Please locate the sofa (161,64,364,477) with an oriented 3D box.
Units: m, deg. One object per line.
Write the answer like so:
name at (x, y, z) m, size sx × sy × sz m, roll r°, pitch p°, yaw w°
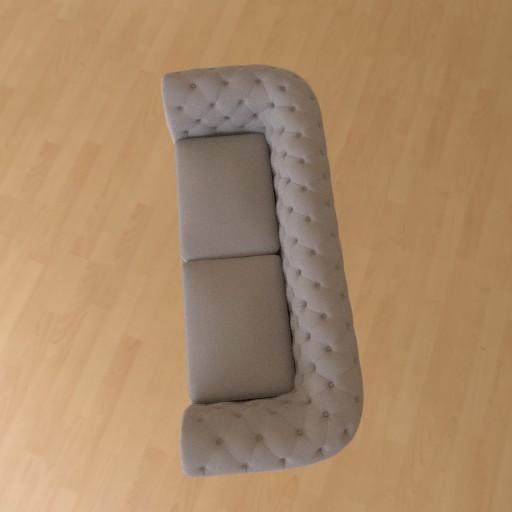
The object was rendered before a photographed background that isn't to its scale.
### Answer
sofa at (0.000, 0.000, 2.805) m, size 0.991 × 0.749 × 2.411 m, roll -5°, pitch 75°, yaw -1°
